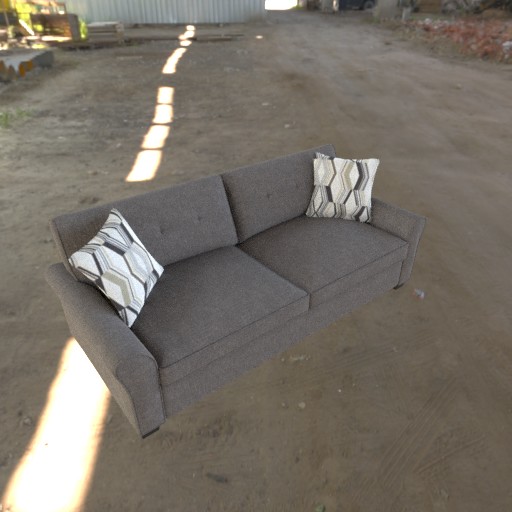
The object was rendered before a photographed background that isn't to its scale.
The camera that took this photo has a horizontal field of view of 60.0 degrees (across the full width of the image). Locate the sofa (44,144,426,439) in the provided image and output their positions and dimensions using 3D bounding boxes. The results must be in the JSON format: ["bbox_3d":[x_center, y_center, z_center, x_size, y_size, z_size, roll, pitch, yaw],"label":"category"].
[{"bbox_3d":[0.000,0.000,2.515,2.032,0.813,0.889,-22,37,-32],"label":"sofa"}]
